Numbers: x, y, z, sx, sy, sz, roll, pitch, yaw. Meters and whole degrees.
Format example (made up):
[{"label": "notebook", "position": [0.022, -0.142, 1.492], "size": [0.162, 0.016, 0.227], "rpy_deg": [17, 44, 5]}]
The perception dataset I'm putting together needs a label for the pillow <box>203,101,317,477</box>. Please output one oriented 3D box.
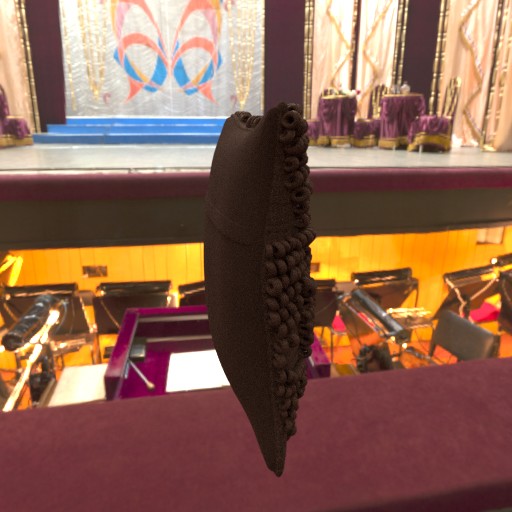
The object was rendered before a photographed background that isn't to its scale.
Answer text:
[{"label": "pillow", "position": [0.000, 0.000, 0.734], "size": [0.172, 0.467, 0.470], "rpy_deg": [-3, 17, -9]}]
